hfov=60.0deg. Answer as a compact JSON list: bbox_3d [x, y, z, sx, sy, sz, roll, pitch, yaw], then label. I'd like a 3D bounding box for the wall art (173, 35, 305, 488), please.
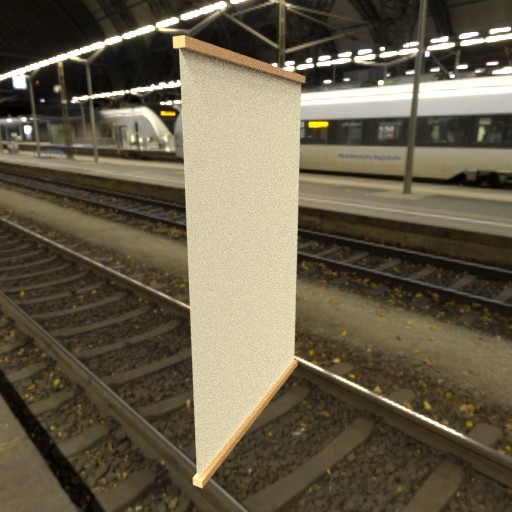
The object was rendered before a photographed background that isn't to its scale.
[{"bbox_3d":[0.000,0.000,1.256,0.027,1.020,0.669,7,17,25],"label":"wall art"}]
